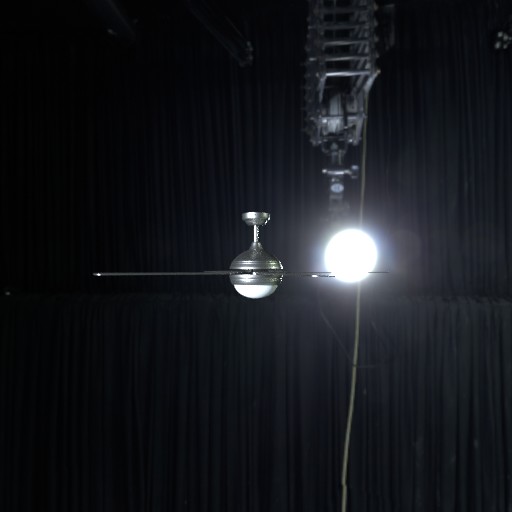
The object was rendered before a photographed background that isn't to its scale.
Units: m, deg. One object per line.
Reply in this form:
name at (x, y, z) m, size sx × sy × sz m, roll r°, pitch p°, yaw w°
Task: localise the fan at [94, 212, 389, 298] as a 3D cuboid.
fan at (0.000, 0.000, 2.010) m, size 1.321 × 0.381 × 1.321 m, roll 0°, pitch -1°, yaw 0°
